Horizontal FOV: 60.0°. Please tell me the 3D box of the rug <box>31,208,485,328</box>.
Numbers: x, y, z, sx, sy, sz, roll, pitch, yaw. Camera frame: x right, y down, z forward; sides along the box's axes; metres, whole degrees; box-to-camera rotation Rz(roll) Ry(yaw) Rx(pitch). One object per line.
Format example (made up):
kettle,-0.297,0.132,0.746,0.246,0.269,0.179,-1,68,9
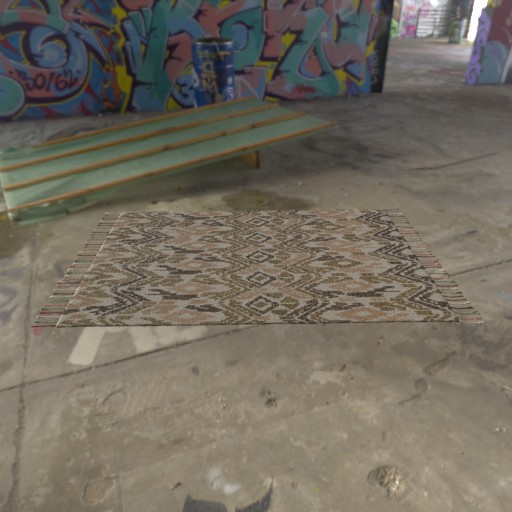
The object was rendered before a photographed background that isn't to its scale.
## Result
rug,0.000,0.000,2.998,2.438,0.008,1.524,-1,30,-1
